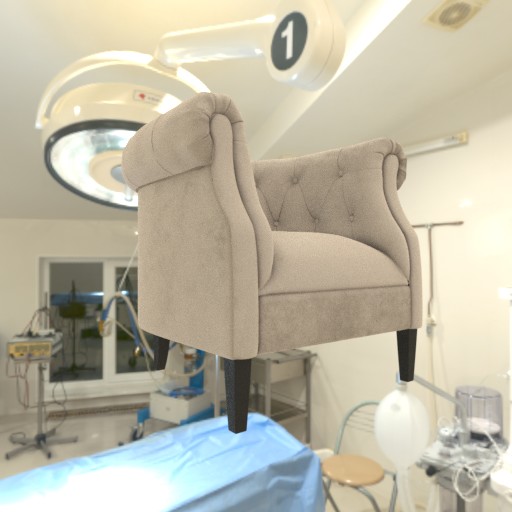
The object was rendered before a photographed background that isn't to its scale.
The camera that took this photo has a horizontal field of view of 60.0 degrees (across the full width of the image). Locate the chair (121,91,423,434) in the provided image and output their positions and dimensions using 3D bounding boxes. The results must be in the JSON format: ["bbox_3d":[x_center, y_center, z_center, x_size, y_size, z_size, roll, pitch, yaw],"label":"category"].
[{"bbox_3d":[0.000,0.000,1.554,0.904,0.826,0.851,0,0,-38],"label":"chair"}]
